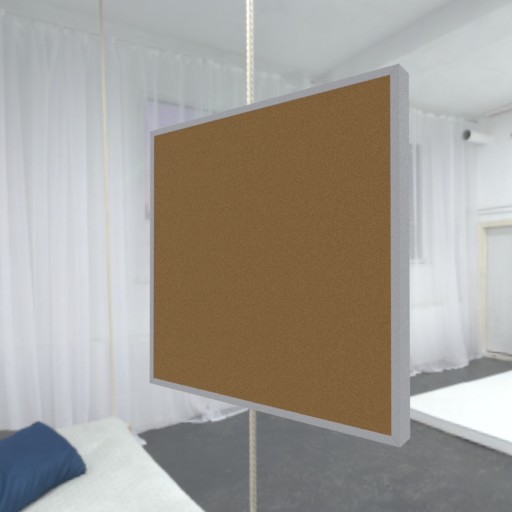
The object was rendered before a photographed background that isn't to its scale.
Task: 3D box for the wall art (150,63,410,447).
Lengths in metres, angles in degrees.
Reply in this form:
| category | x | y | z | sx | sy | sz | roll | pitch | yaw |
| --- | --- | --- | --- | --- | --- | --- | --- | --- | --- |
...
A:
| category | x | y | z | sx | sy | sz | roll | pitch | yaw |
| --- | --- | --- | --- | --- | --- | --- | --- | --- | --- |
| wall art | 0.000 | 0.000 | 0.757 | 0.509 | 0.509 | 0.040 | 0 | -1 | 37 |
